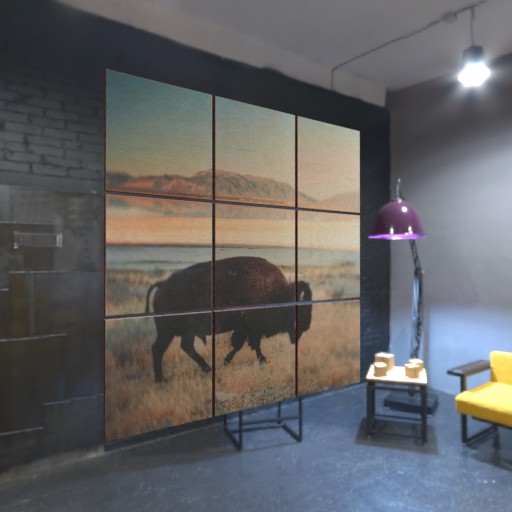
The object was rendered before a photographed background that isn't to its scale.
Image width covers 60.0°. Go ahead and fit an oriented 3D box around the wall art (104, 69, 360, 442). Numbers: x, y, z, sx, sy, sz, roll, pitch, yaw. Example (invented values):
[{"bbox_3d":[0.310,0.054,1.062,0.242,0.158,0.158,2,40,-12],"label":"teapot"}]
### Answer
[{"bbox_3d":[0.000,0.000,1.342,0.906,0.904,0.018,0,0,-35],"label":"wall art"}]
